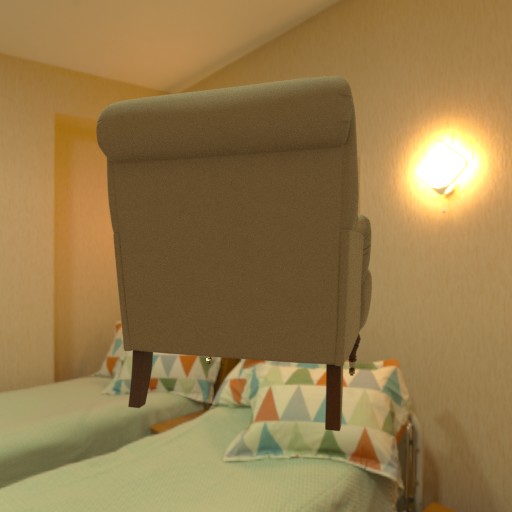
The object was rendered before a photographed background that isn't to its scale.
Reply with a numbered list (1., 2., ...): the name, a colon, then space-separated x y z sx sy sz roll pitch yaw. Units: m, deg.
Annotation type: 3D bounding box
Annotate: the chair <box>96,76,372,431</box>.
1. chair: 0.000 0.000 1.565 0.766 0.942 0.842 0 0 17
